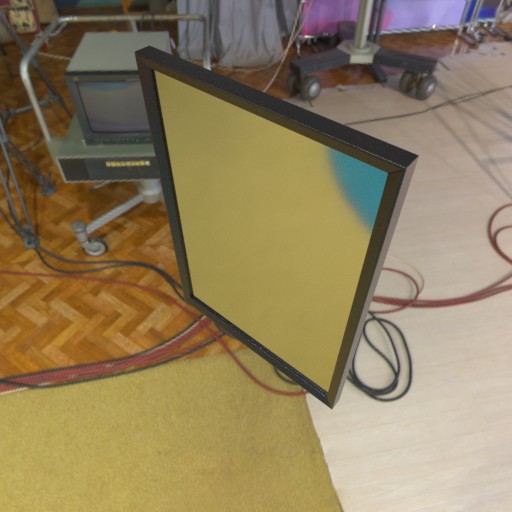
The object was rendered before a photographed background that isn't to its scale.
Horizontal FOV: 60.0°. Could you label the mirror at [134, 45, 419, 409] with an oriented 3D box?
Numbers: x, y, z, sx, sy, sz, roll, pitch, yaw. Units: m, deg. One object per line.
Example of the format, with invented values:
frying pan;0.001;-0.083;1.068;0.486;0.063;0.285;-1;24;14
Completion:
mirror;0.000;0.000;0.919;0.507;0.710;0.039;32;55;25
